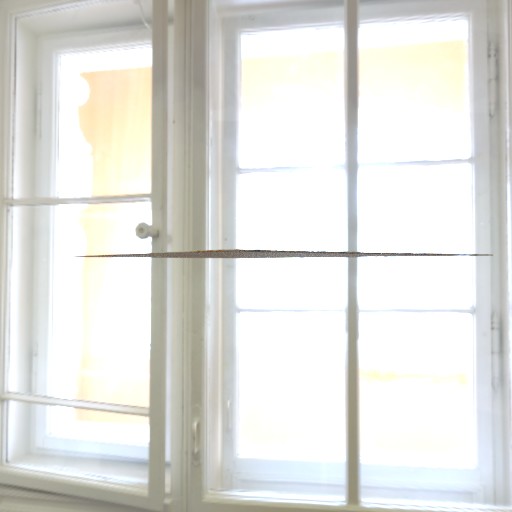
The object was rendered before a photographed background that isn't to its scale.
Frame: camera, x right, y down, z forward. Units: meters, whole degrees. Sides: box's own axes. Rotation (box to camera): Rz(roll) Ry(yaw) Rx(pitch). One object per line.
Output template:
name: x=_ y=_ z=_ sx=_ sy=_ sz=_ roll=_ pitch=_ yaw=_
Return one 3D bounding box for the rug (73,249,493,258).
rug: x=0.000 y=0.000 z=4.020 sx=2.439 sy=0.010 sz=3.048 roll=1 pitch=-1 yaw=-36
